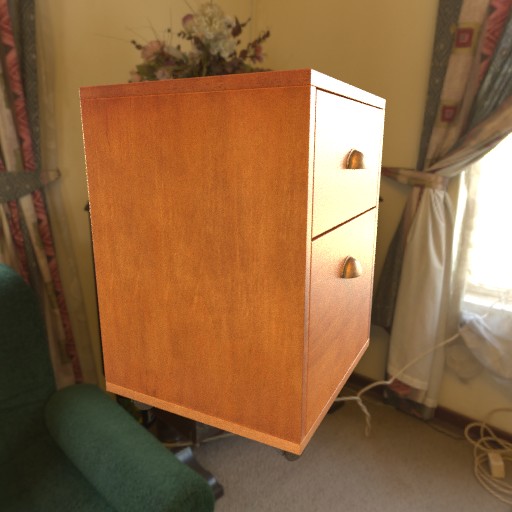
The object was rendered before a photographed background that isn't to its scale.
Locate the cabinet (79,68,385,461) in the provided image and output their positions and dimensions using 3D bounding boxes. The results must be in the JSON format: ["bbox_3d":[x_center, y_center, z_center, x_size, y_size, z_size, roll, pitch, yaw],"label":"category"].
[{"bbox_3d":[0.000,0.000,0.837,0.401,0.579,0.409,7,16,27],"label":"cabinet"}]
